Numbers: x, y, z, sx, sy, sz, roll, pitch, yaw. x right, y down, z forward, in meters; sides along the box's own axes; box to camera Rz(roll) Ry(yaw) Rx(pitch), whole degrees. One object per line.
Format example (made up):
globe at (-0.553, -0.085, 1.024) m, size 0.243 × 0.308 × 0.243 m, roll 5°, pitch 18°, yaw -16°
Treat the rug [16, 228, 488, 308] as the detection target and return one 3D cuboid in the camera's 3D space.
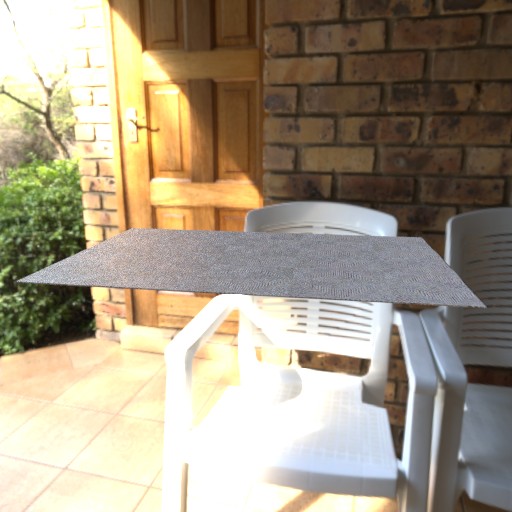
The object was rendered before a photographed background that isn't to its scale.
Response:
rug at (0.000, 0.000, 2.968) m, size 2.428 × 0.007 × 1.519 m, roll 2°, pitch 15°, yaw 9°
